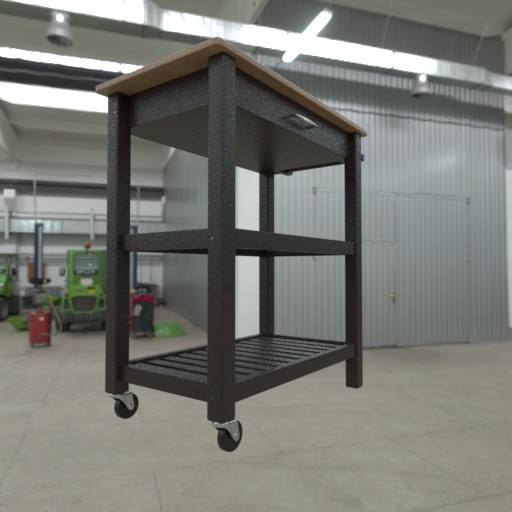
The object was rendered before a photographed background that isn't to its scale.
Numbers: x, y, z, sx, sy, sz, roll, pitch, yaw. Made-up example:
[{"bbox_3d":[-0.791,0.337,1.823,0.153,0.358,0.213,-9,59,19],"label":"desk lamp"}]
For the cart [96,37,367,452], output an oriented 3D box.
[{"bbox_3d":[0.000,0.000,1.444,0.457,0.927,0.899,-1,-2,36],"label":"cart"}]
